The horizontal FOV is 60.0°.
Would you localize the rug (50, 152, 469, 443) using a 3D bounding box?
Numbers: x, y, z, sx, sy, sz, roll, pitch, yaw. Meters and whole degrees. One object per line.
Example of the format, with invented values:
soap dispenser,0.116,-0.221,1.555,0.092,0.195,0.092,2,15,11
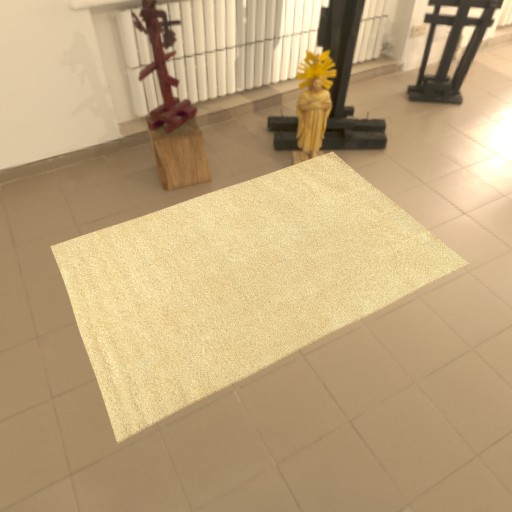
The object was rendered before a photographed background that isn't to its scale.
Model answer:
rug,0.000,0.000,2.948,2.346,0.025,1.500,-22,50,-20
